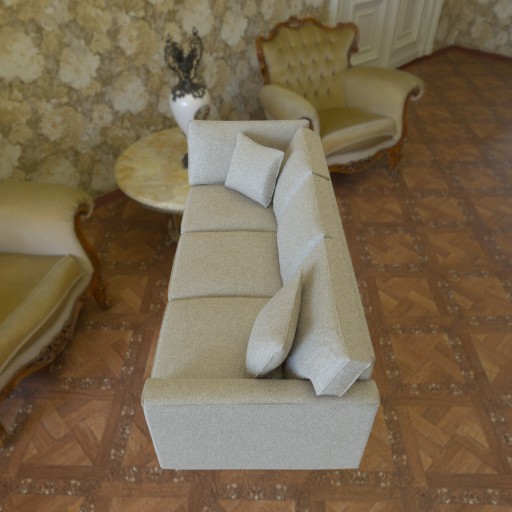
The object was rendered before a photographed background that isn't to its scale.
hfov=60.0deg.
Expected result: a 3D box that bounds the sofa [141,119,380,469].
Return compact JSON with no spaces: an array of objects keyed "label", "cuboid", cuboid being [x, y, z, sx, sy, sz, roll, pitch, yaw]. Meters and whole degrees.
[{"label":"sofa","cuboid":[0.000,0.000,2.826,1.053,0.948,2.323,0,40,0]}]
